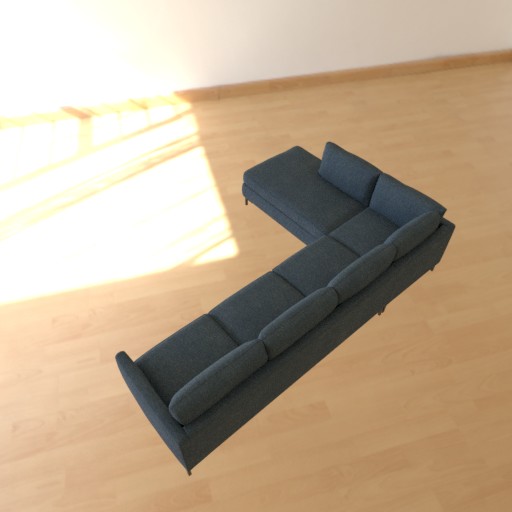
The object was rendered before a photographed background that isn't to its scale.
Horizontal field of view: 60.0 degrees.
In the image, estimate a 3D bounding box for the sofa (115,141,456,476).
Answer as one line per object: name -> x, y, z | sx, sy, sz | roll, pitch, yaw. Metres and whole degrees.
sofa -> 0.000, 0.000, 3.877 | 2.949, 0.815, 2.007 | -32, 55, -26
